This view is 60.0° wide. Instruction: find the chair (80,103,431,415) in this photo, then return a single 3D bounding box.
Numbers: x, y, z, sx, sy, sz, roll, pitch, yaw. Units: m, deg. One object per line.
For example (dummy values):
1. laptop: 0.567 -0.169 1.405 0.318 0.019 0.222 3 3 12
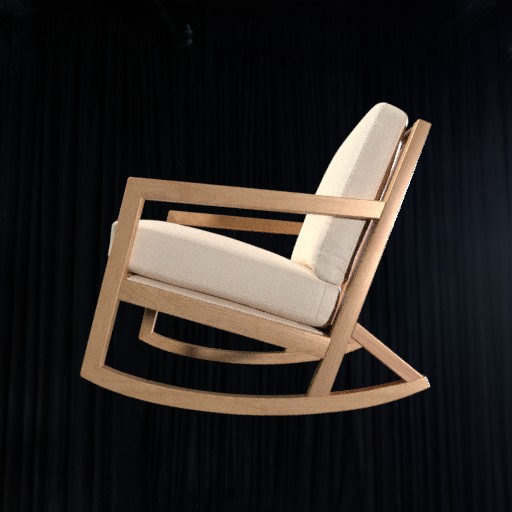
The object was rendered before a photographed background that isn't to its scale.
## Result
1. chair: 0.000 0.000 1.391 0.857 0.790 0.622 0 -2 -2
